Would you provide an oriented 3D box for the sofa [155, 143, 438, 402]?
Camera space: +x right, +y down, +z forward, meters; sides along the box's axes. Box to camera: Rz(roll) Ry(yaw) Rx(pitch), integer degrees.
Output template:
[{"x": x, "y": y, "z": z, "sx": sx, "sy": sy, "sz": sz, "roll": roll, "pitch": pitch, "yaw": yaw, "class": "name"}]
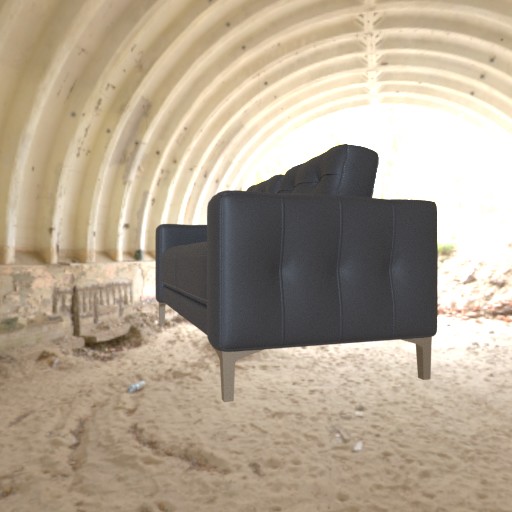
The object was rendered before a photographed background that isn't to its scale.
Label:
[{"x": 0.000, "y": 0.000, "z": 2.254, "sx": 0.833, "sy": 0.893, "sz": 1.726, "roll": 0, "pitch": 0, "yaw": -19, "class": "sofa"}]
